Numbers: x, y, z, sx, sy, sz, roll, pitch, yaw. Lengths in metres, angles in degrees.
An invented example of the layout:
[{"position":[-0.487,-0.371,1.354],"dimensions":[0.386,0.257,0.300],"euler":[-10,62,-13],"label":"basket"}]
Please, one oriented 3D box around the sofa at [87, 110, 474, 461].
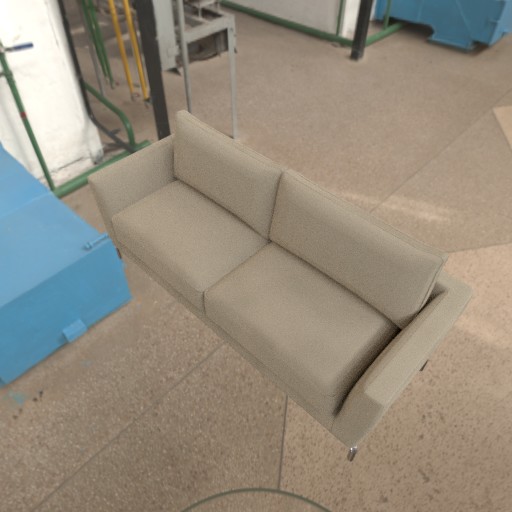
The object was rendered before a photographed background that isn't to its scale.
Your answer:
[{"position":[0.000,0.000,2.674],"dimensions":[2.214,1.005,0.868],"euler":[35,56,28],"label":"sofa"}]
